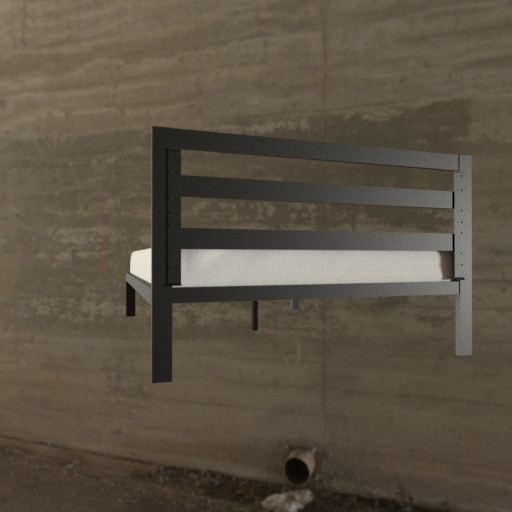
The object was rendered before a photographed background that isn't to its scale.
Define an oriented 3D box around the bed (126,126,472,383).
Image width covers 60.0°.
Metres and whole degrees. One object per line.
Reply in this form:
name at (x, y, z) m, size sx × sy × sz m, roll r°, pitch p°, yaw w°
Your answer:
bed at (0.000, 0.000, 2.873) m, size 1.524 × 0.967 × 2.062 m, roll 0°, pitch 0°, yaw -19°
